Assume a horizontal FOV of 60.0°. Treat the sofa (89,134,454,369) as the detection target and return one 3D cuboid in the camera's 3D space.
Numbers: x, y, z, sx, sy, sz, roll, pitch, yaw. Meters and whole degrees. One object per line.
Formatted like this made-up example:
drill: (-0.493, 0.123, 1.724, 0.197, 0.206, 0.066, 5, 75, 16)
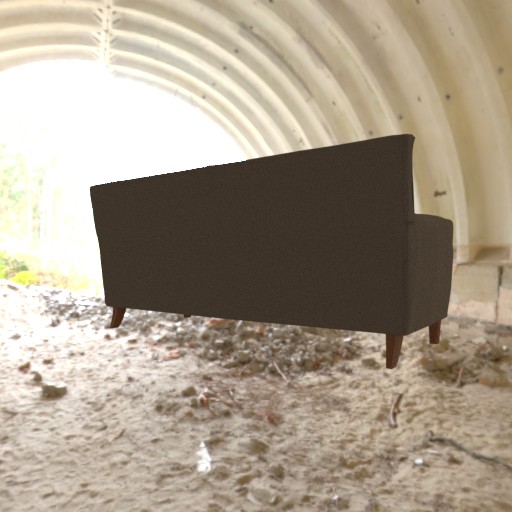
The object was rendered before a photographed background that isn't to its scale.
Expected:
sofa: (0.000, 0.000, 2.532, 2.002, 0.907, 0.843, 0, -1, 36)
